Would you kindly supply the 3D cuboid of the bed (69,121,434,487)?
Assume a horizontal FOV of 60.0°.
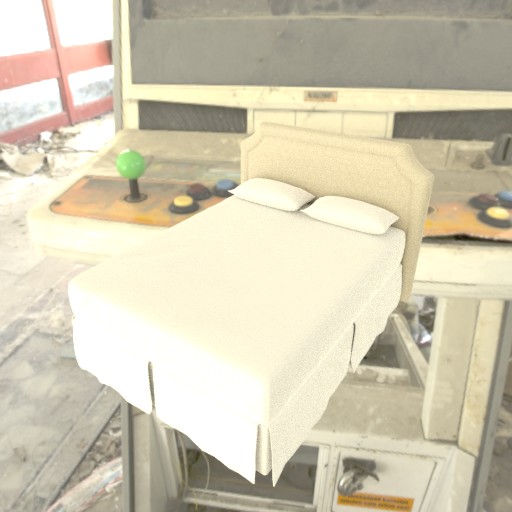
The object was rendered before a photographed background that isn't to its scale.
[{"bbox_3d":[0.000,0.000,3.068,1.693,1.290,2.116,19,35,30],"label":"bed"}]
